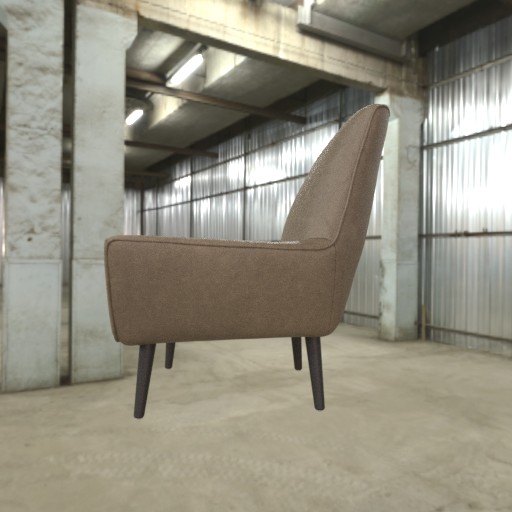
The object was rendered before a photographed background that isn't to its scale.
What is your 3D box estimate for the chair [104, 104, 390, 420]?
[{"bbox_3d":[0.000,0.000,1.486,0.824,0.888,0.787,0,0,-2],"label":"chair"}]
